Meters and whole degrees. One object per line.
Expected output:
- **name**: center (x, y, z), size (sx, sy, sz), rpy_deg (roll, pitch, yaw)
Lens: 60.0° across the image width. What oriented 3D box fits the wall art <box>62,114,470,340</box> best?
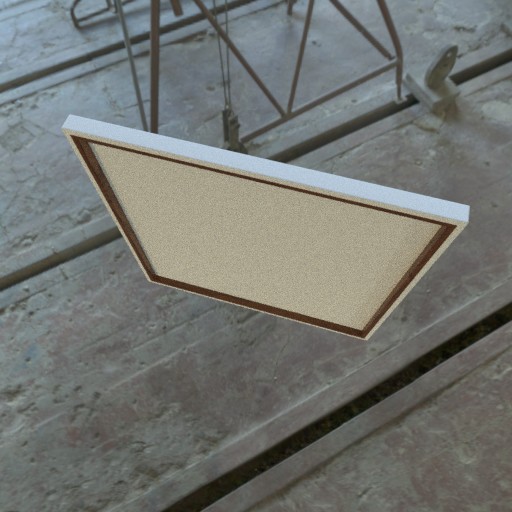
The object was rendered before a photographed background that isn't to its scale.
- **wall art**: center (0.000, 0.000, 1.141), size (0.757, 0.757, 0.037), rpy_deg (14, 65, 7)
